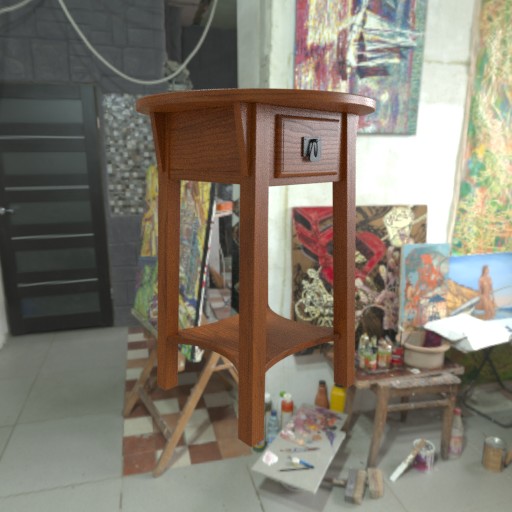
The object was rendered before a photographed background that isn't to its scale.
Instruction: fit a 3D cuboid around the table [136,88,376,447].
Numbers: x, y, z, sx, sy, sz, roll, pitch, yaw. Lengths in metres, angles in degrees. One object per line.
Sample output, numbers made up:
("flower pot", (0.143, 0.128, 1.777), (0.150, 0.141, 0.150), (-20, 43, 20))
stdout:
("table", (0.000, 0.000, 0.940), (0.457, 0.610, 0.457), (0, 13, 0))
